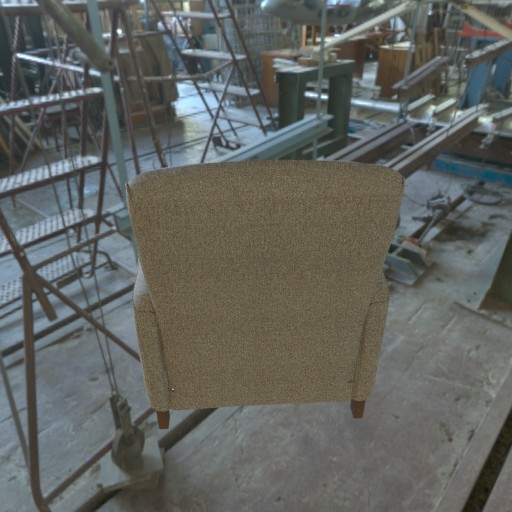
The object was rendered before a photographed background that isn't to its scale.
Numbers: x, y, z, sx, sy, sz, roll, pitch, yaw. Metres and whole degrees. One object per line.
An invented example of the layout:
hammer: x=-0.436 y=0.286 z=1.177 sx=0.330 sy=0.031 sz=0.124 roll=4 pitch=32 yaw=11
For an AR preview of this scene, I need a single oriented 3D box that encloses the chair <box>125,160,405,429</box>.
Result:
chair: x=0.000 y=0.000 z=1.650 sx=0.848 sy=1.014 sz=0.864 roll=-2 pitch=31 yaw=-3
